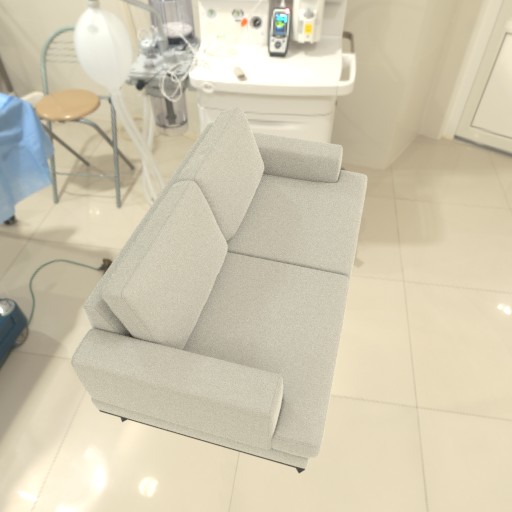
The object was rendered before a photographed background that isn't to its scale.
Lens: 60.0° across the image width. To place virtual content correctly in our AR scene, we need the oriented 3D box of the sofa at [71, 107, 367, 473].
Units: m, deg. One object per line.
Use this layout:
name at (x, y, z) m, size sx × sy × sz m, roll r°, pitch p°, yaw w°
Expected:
sofa at (0.000, 0.000, 2.128) m, size 0.920 × 0.810 × 1.650 m, roll 11°, pitch 47°, yaw 11°
